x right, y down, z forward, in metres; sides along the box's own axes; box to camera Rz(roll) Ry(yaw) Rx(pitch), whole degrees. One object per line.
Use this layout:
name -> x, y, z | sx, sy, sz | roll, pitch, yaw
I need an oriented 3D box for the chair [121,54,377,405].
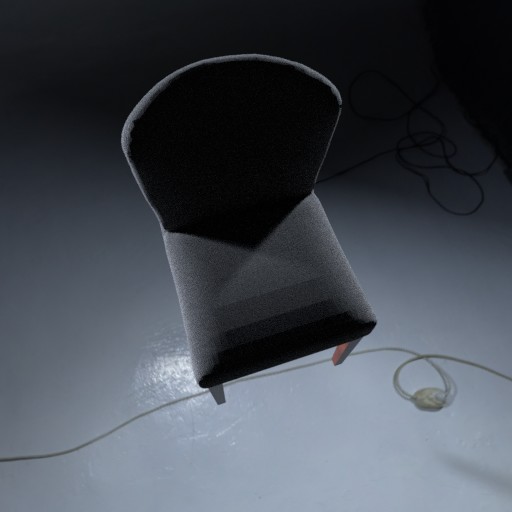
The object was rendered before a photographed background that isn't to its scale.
chair -> 0.000, 0.000, 1.211 | 0.491, 0.839, 0.589 | -16, 63, -8
